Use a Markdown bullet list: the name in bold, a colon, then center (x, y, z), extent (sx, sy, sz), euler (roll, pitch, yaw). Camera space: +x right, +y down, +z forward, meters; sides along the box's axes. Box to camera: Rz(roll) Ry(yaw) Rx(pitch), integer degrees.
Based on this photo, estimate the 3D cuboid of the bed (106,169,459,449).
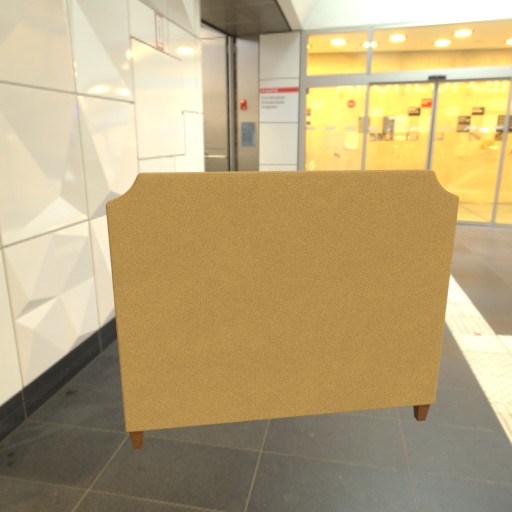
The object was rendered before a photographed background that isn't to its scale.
- **bed**: center (0.000, 0.000, 3.321), extent (1.703, 1.415, 2.329), euler (-2, 15, -8)
